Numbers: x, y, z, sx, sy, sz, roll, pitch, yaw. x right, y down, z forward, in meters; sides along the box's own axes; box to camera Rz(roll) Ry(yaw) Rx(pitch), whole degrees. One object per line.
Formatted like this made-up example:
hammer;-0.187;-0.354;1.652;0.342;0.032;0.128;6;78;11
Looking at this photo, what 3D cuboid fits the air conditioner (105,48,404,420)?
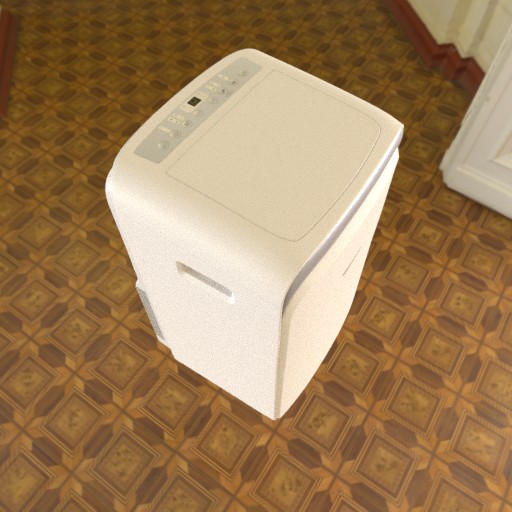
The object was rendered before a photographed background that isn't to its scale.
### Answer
air conditioner;0.000;0.000;1.041;0.467;0.765;0.478;29;62;17
